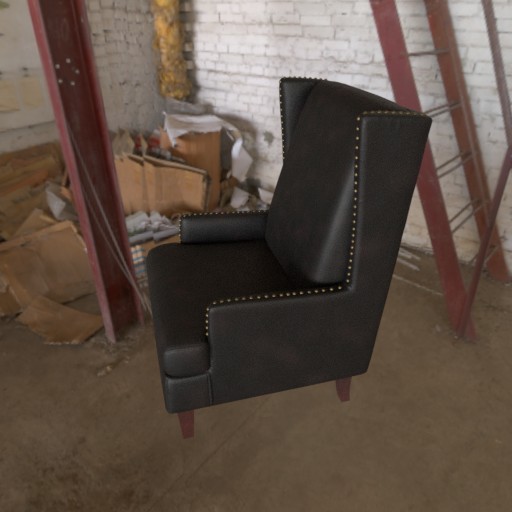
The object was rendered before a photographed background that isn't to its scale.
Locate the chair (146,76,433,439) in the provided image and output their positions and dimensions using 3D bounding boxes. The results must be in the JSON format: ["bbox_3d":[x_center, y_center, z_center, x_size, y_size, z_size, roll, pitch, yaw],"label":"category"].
[{"bbox_3d":[0.000,0.000,1.637,0.799,1.142,0.703,-8,31,-14],"label":"chair"}]
